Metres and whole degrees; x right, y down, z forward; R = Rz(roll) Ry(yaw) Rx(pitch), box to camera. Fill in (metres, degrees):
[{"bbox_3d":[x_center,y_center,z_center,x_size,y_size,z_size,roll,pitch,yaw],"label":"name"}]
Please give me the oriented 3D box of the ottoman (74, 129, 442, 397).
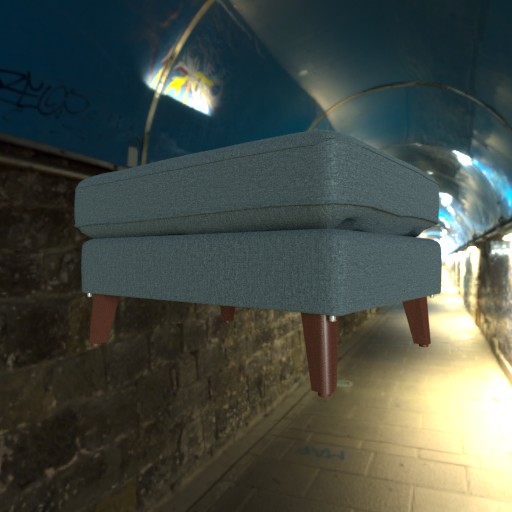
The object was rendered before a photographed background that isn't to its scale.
[{"bbox_3d":[0.000,0.000,1.231,0.835,0.503,0.629,0,0,38],"label":"ottoman"}]
